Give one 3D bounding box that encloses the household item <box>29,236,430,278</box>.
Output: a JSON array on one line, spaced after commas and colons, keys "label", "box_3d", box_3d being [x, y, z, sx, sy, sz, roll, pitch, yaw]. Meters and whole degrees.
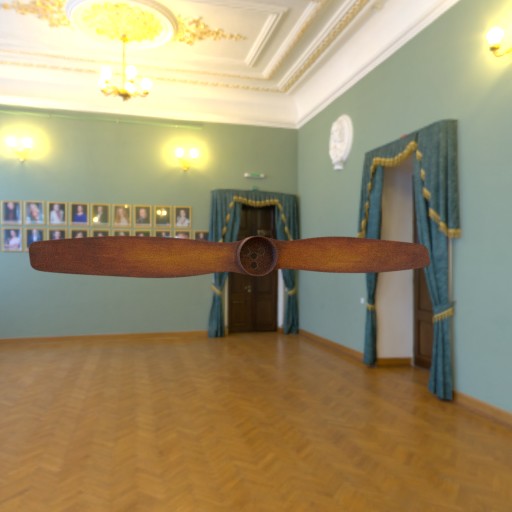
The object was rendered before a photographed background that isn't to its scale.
[{"label": "household item", "box_3d": [0.000, 0.000, 1.275, 1.181, 0.121, 0.051, 0, -1, -17]}]
